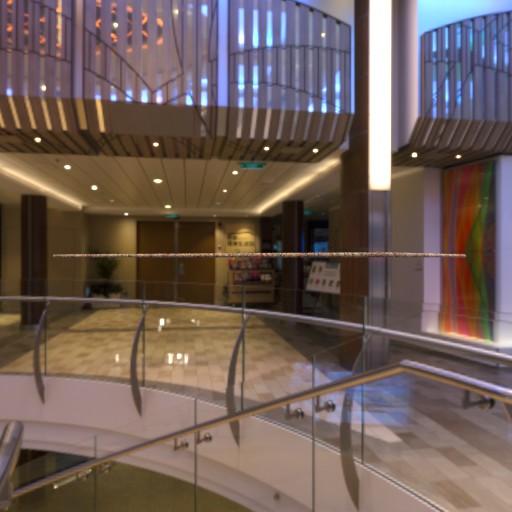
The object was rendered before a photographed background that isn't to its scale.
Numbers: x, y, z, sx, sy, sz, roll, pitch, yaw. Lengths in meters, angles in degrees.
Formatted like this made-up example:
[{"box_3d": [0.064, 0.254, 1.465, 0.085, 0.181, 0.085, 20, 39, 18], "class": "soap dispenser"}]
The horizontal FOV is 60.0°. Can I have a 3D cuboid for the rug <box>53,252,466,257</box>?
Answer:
[{"box_3d": [0.000, 0.000, 2.240, 1.761, 0.014, 1.143, 0, 0, 35], "class": "rug"}]
